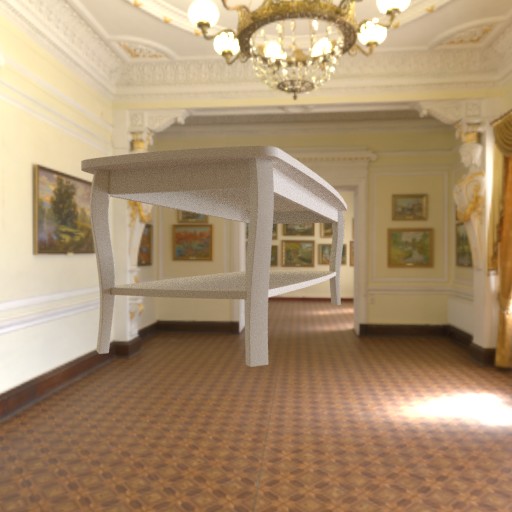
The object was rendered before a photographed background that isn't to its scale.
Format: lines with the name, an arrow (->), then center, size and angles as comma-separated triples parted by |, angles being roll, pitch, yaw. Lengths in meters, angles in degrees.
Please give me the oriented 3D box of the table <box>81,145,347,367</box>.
table -> 0.000, 0.000, 1.618 | 0.561, 0.474, 1.334 | 0, 0, 18
